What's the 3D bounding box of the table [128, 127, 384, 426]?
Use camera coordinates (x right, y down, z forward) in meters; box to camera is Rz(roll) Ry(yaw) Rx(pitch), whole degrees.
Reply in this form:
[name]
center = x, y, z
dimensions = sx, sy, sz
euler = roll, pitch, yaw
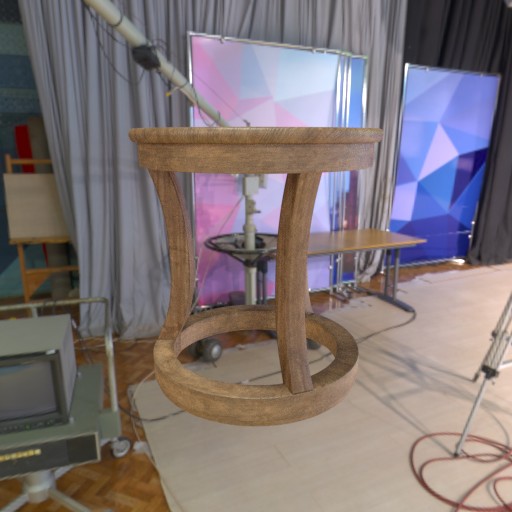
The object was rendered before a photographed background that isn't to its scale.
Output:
[table]
center = 0.000, 0.000, 0.836
dimensions = 0.432, 0.460, 0.432
euler = 0, 15, 0
